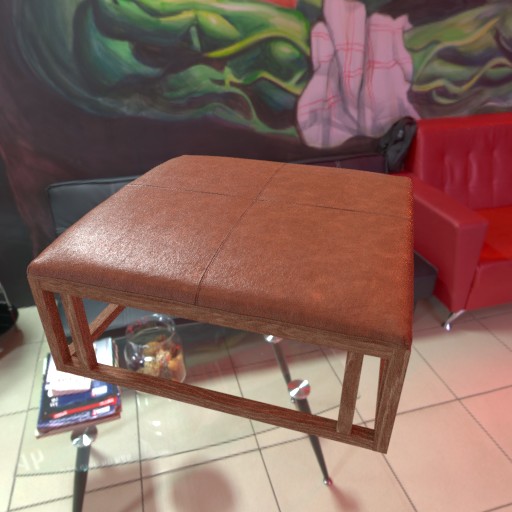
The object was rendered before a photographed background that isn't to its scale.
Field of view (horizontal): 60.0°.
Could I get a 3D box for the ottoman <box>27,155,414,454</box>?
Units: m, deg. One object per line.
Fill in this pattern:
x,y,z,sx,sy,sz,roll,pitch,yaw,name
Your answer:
0.000,0.000,1.570,1.016,0.442,1.013,9,32,15,ottoman
